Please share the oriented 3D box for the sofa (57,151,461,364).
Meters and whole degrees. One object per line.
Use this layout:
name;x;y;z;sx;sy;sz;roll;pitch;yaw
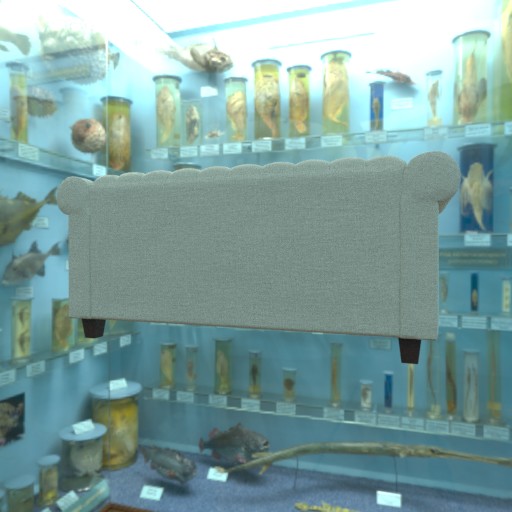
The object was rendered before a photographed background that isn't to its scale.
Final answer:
sofa;0.000;0.000;2.220;1.798;0.797;0.783;0;1;20
